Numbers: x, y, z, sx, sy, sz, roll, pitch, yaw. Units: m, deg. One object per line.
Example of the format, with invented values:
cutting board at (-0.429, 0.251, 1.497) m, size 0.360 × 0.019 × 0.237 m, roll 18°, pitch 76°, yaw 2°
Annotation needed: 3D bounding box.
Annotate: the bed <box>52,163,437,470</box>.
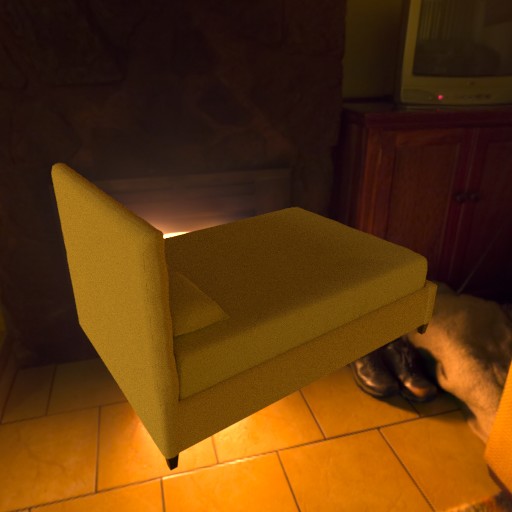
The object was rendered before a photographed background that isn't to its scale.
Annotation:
bed at (0.000, 0.000, 3.407) m, size 2.387 × 1.427 × 1.698 m, roll -16°, pitch 29°, yaw -32°
